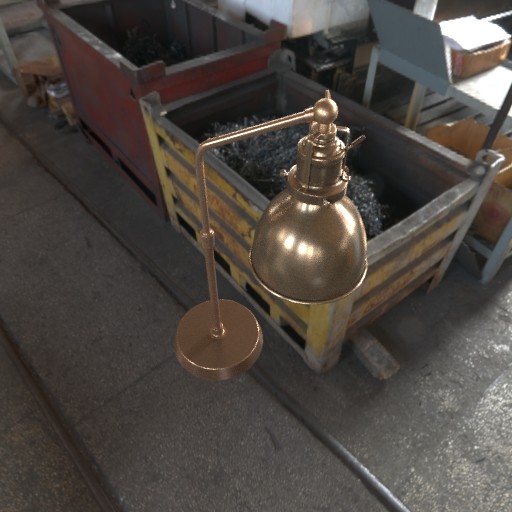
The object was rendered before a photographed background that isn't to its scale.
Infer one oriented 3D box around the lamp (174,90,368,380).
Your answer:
[{"bbox_3d":[0.000,0.000,0.587,0.286,0.456,0.153,11,48,10],"label":"lamp"}]
